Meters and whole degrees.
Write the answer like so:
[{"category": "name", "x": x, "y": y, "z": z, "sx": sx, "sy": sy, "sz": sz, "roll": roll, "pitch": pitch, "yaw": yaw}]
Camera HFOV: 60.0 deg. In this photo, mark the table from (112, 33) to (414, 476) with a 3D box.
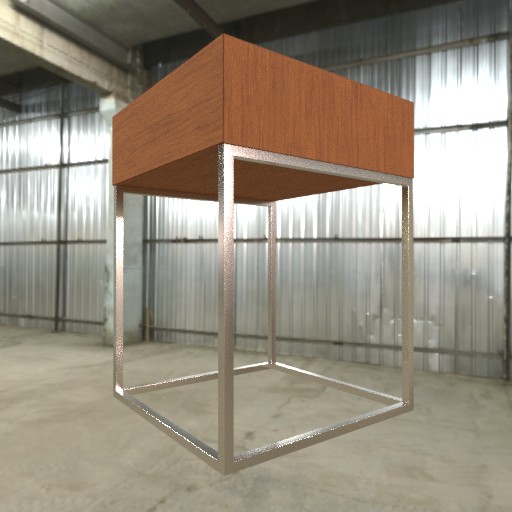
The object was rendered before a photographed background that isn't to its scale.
[{"category": "table", "x": 0.000, "y": 0.000, "z": 0.817, "sx": 0.398, "sy": 0.540, "sz": 0.397, "roll": 0, "pitch": -1, "yaw": -37}]
